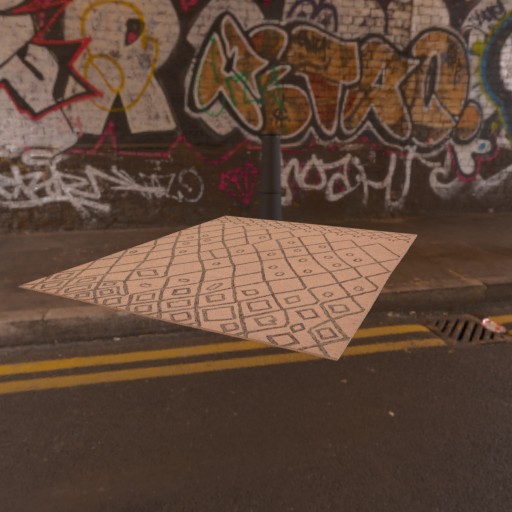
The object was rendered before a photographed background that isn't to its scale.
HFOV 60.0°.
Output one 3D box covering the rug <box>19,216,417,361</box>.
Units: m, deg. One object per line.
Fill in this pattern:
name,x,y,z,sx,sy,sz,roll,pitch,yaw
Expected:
rug,0.000,0.000,4.090,2.446,0.015,3.046,8,18,25
